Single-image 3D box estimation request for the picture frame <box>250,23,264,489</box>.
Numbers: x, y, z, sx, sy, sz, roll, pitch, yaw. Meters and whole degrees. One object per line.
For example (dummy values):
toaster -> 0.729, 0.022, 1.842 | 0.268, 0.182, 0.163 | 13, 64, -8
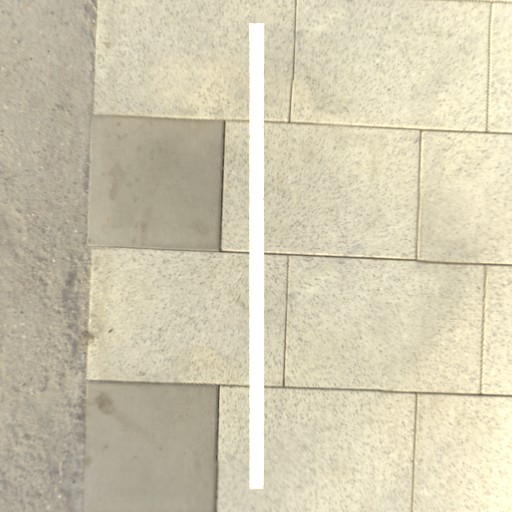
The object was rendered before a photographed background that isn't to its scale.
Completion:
picture frame -> 0.000, 0.000, 1.225 | 0.029, 0.640, 0.950 | 0, 90, 0
